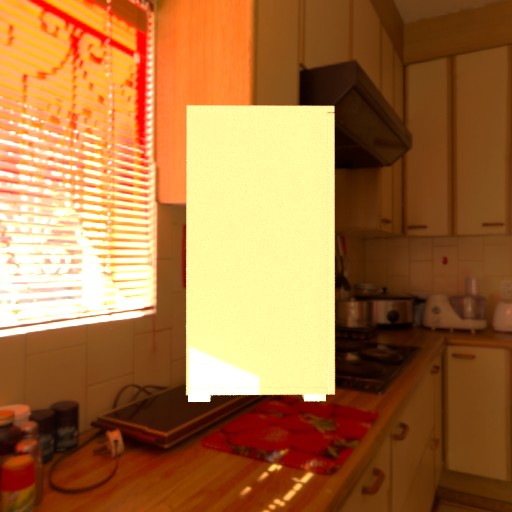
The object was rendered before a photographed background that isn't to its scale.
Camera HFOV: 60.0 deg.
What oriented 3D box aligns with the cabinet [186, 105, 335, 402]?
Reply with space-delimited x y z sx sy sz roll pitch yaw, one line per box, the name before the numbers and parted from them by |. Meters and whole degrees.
cabinet | 0.000 0.000 2.021 0.400 0.800 1.650 0 0 -1
